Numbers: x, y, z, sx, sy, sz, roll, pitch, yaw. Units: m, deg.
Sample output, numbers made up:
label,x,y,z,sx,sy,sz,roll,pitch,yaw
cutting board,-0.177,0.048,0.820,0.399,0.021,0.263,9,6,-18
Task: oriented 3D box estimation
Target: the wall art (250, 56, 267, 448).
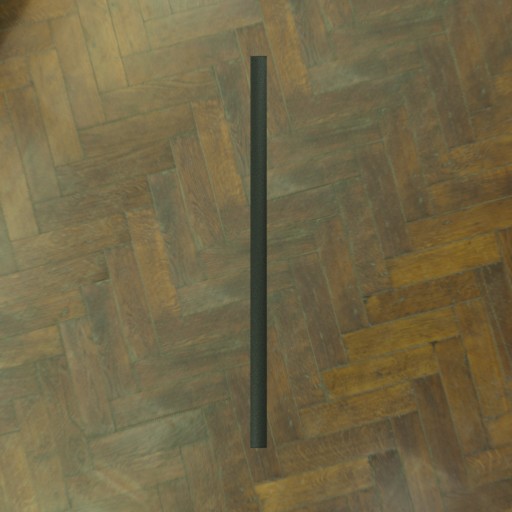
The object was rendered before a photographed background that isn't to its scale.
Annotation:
label,x,y,z,sx,sy,sz,roll,pitch,yaw
wall art,0.000,0.000,0.558,0.013,0.431,0.303,0,89,-1
